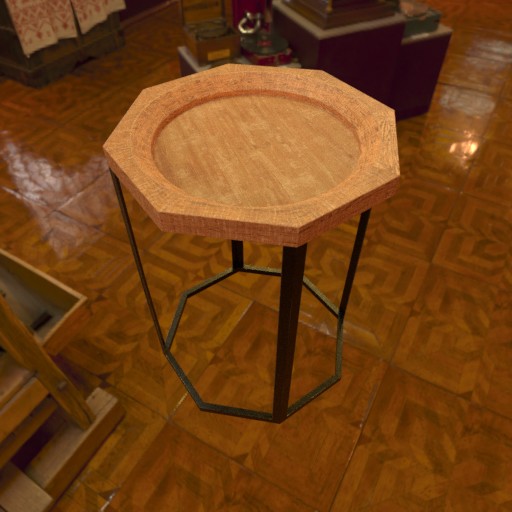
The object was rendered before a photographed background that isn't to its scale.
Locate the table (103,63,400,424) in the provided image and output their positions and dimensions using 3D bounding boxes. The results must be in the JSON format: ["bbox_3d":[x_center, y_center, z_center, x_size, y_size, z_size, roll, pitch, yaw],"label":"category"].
[{"bbox_3d":[0.000,0.000,0.850,0.437,0.553,0.437,25,52,21],"label":"table"}]
